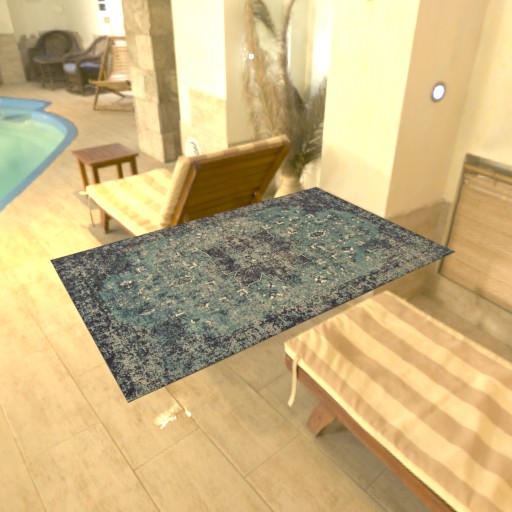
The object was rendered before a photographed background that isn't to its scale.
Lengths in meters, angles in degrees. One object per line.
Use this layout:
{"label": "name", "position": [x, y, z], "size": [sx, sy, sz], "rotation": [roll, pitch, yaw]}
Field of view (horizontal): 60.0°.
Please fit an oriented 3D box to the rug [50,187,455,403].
{"label": "rug", "position": [0.000, 0.000, 3.140], "size": [2.440, 0.007, 1.525], "rotation": [-19, 35, -29]}
